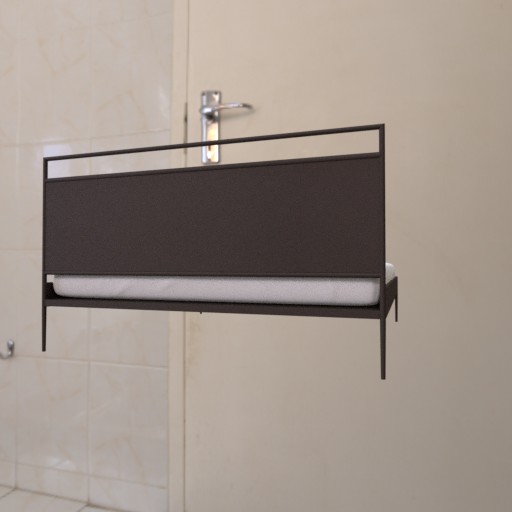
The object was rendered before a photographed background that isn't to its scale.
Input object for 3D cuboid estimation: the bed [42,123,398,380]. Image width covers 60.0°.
[{"bbox_3d":[0.000,0.000,3.360,1.993,1.173,2.151,0,-1,19],"label":"bed"}]
